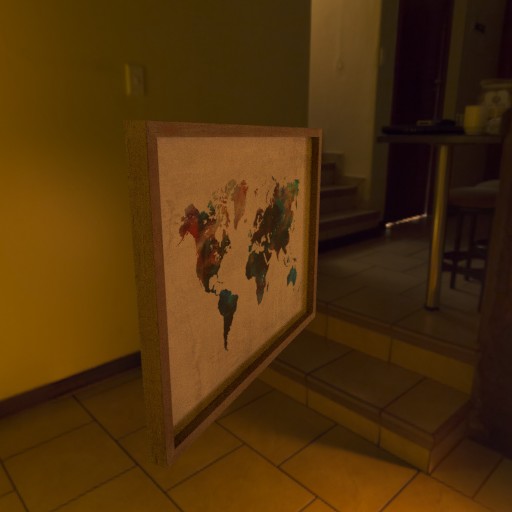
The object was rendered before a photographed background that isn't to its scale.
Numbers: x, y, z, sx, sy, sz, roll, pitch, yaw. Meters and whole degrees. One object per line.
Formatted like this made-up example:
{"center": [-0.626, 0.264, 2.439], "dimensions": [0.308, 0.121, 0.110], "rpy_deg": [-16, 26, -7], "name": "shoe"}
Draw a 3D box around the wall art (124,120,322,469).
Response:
{"center": [0.000, 0.000, 1.792], "dimensions": [0.070, 1.009, 1.320], "rpy_deg": [8, 17, 26], "name": "wall art"}
